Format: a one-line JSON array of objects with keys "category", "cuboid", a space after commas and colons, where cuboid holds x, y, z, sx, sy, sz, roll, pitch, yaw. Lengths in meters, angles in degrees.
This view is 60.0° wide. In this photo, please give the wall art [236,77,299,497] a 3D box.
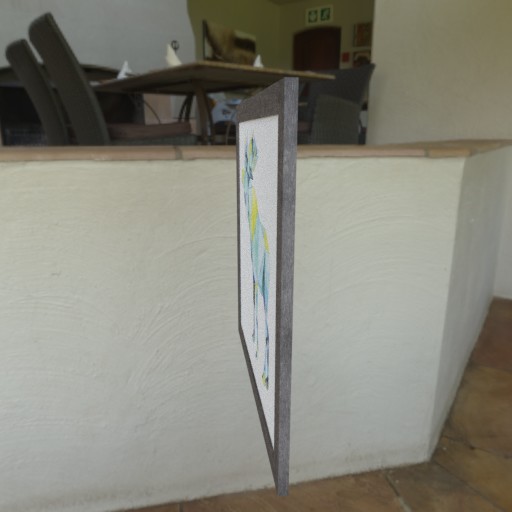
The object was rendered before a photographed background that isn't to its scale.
[{"category": "wall art", "cuboid": [0.000, 0.000, 0.675, 0.013, 0.457, 0.457, -2, 16, -8]}]
